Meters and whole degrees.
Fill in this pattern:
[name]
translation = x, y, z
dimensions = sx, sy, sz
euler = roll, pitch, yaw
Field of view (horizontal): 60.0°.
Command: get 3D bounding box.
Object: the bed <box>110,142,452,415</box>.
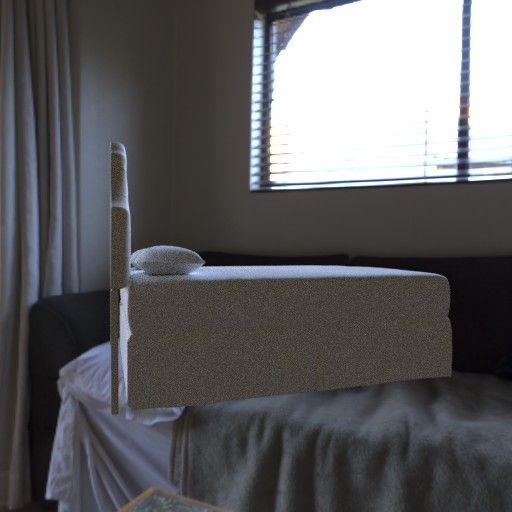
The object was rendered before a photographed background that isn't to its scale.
[bed]
translation = 0.000, 0.000, 3.544
dimensions = 2.214, 1.615, 2.008
euler = 0, 1, -18
